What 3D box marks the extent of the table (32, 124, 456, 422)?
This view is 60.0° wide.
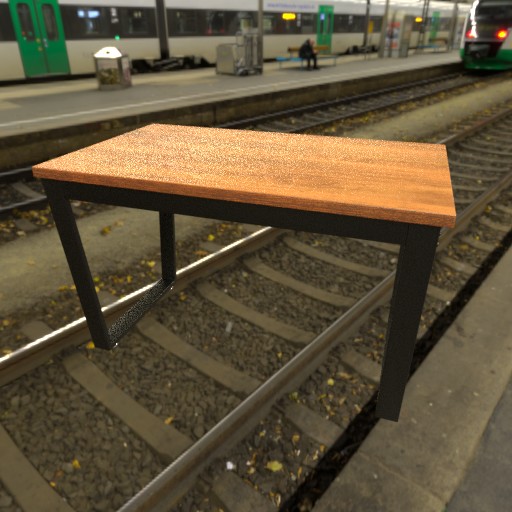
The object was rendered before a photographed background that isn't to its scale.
[{"bbox_3d":[0.000,0.000,1.653,1.205,0.760,0.714,9,29,17],"label":"table"}]
